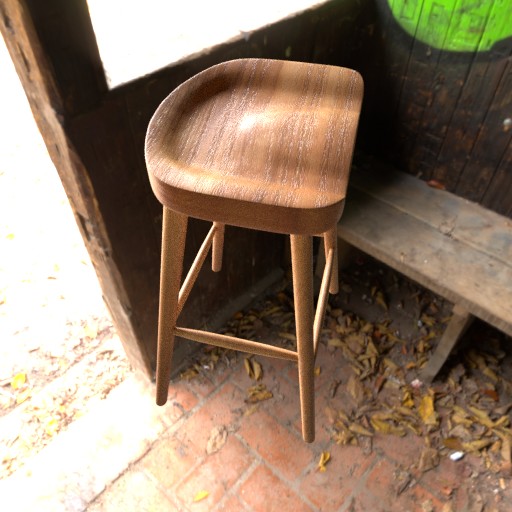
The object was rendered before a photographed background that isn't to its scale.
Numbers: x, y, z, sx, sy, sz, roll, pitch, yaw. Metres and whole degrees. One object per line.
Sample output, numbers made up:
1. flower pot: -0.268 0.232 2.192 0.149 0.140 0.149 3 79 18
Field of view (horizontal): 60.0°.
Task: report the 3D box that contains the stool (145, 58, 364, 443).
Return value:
1. stool: 0.000 0.000 0.886 0.361 0.615 0.440 10 47 10
